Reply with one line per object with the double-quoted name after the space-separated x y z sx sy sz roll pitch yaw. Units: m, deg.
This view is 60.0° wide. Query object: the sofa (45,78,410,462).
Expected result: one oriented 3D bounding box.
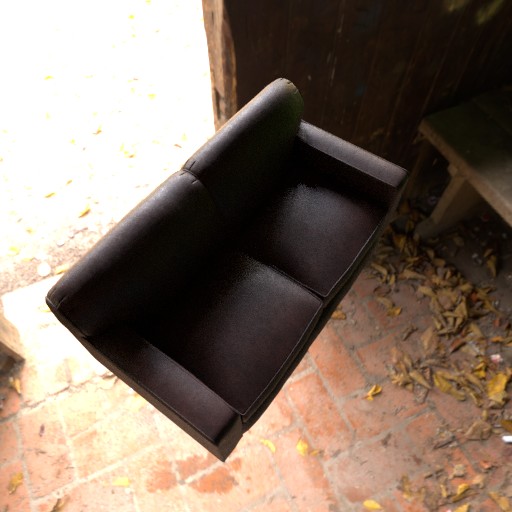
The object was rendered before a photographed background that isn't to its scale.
0.000 0.000 2.475 1.000 0.966 1.856 31 63 18 "sofa"
